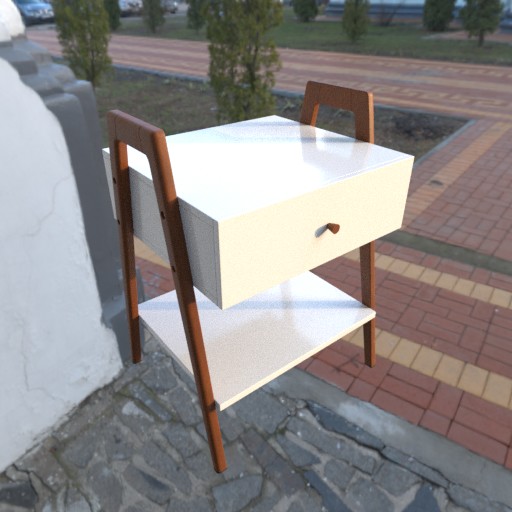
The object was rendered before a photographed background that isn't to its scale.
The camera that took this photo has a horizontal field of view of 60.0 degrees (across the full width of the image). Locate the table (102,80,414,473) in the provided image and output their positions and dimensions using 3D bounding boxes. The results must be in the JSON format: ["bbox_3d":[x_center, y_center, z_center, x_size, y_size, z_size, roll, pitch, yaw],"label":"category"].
[{"bbox_3d":[0.000,0.000,0.904,0.457,0.610,0.405,-22,37,-32],"label":"table"}]
